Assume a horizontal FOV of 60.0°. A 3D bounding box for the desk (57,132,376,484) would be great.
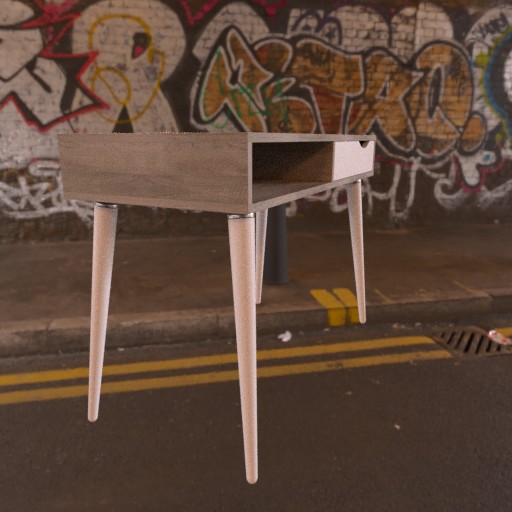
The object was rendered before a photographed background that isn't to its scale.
[{"bbox_3d":[0.000,0.000,1.371,0.491,0.723,0.979,7,17,26],"label":"desk"}]
